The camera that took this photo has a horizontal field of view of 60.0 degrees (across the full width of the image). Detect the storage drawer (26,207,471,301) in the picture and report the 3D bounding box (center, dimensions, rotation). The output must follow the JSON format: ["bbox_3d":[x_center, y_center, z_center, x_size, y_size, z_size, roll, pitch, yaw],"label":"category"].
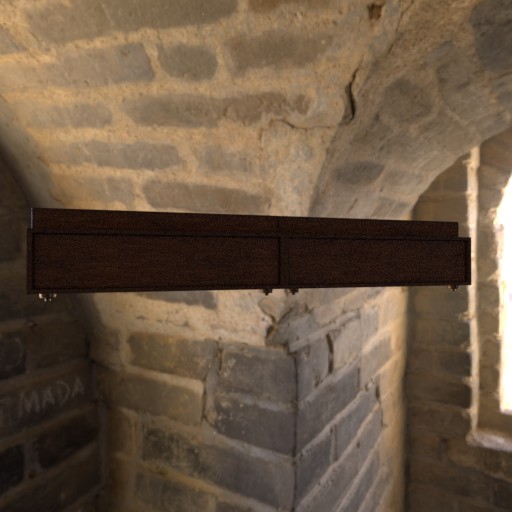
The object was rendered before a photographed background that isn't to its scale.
[{"bbox_3d":[0.000,0.000,2.192,1.914,0.339,0.774,0,-1,-18],"label":"storage drawer"}]
